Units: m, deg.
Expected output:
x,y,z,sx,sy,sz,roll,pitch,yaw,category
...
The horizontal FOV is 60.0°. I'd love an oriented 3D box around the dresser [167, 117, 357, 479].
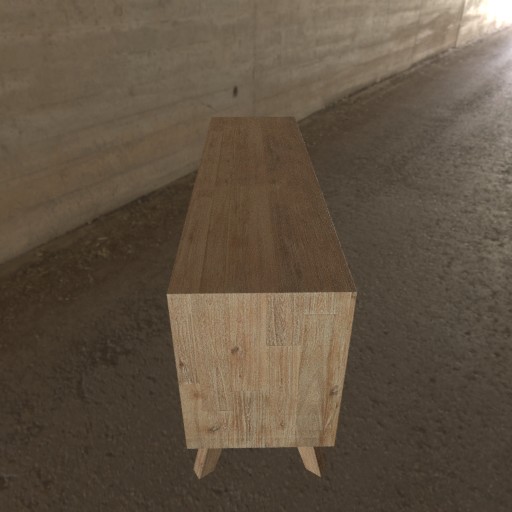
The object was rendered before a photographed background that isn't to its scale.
x,y,z,sx,sy,sz,roll,pitch,yaw,category
0.000,0.000,1.942,0.455,0.788,1.602,-1,32,-1,dresser
